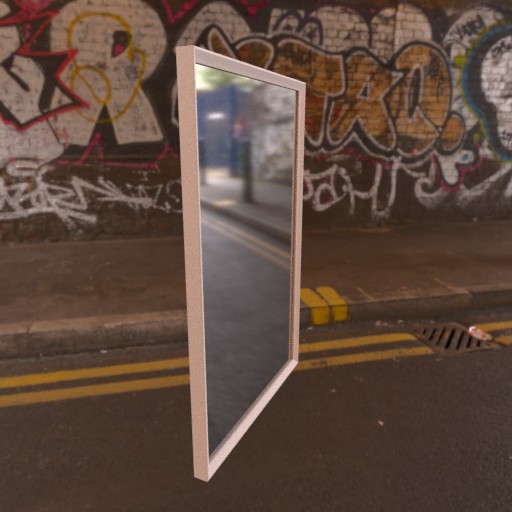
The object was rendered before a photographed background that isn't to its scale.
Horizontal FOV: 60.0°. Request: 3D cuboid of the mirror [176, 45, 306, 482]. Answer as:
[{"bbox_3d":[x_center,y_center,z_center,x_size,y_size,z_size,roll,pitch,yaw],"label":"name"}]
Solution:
[{"bbox_3d":[0.000,0.000,1.167,0.041,0.915,0.609,7,16,24],"label":"mirror"}]
